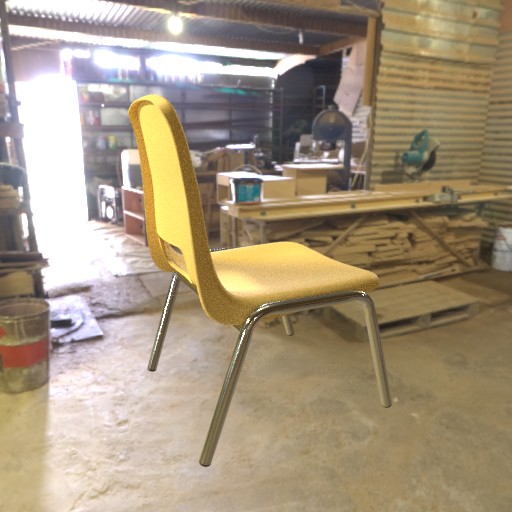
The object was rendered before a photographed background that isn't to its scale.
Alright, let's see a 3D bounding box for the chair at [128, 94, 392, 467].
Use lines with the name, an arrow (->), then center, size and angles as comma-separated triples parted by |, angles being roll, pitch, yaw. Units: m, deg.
chair -> 0.000, 0.000, 0.805 | 0.385, 0.536, 0.354 | -8, 17, -26
